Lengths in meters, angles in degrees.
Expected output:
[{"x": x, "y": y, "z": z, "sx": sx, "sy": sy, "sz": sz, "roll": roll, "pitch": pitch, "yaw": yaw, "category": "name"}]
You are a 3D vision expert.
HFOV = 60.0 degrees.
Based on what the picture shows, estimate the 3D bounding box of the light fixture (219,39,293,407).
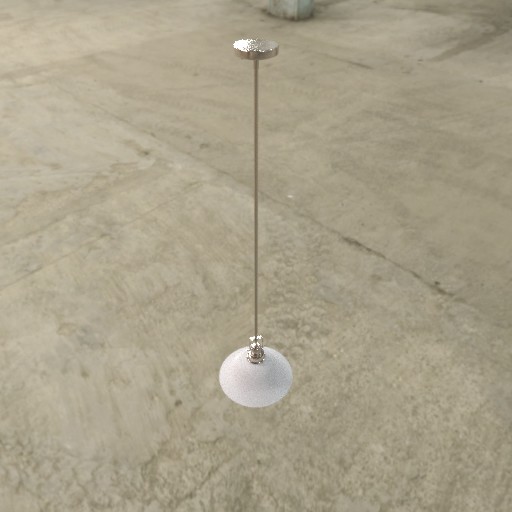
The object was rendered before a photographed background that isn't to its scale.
[{"x": 0.000, "y": 0.000, "z": 1.529, "sx": 0.324, "sy": 1.354, "sz": 0.324, "roll": -11, "pitch": 40, "yaw": -13, "category": "light fixture"}]
